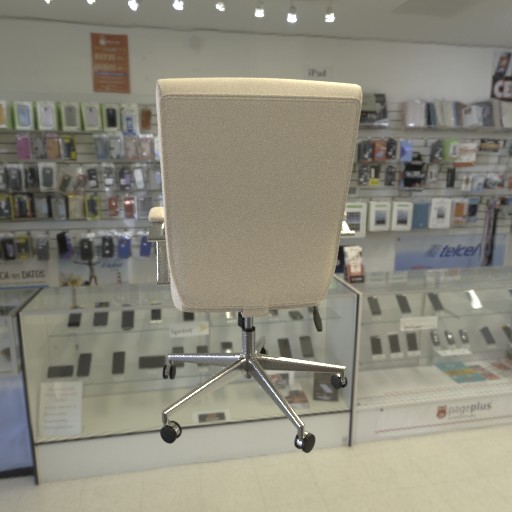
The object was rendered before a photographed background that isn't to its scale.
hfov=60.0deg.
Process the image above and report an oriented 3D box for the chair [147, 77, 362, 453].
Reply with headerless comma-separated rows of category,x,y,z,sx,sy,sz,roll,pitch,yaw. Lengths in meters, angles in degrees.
chair,0.000,0.000,1.584,0.727,1.099,0.745,-2,12,-8
